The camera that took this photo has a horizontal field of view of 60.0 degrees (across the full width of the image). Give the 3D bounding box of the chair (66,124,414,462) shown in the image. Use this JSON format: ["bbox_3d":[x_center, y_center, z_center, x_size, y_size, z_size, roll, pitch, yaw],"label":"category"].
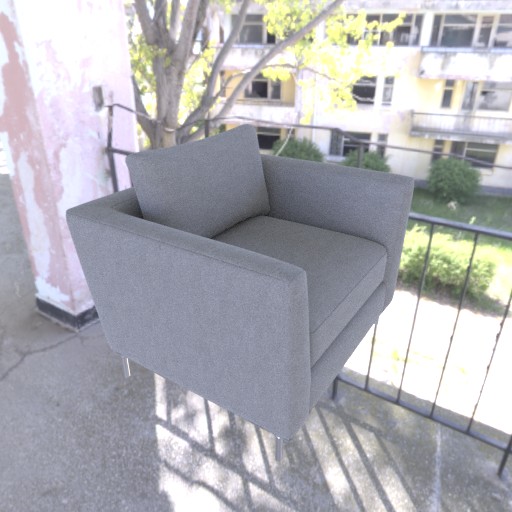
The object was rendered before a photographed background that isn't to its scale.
[{"bbox_3d":[0.000,0.000,1.739,0.889,0.864,1.041,16,31,30],"label":"chair"}]
